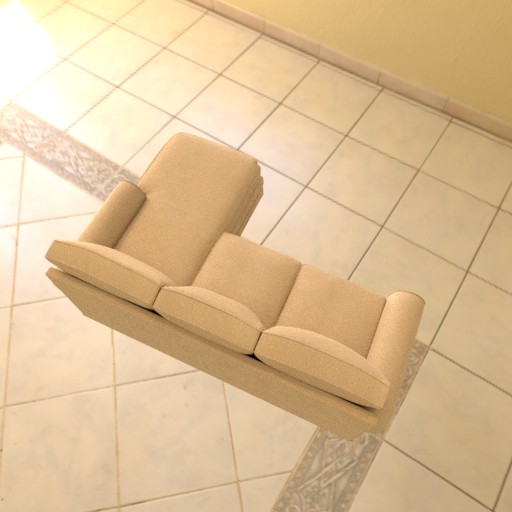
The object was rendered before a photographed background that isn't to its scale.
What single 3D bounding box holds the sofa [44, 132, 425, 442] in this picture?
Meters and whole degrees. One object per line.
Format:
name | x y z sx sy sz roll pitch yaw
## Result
sofa | 0.000 0.000 2.377 1.770 0.734 1.226 22 64 11
